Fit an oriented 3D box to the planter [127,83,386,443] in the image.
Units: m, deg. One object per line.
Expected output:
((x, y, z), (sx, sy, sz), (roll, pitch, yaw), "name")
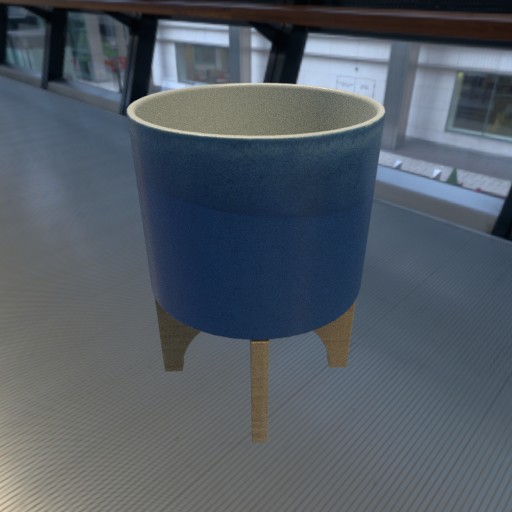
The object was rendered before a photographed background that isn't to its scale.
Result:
((0.000, 0.000, 0.553), (0.261, 0.367, 0.261), (0, 30, 0), "planter")
